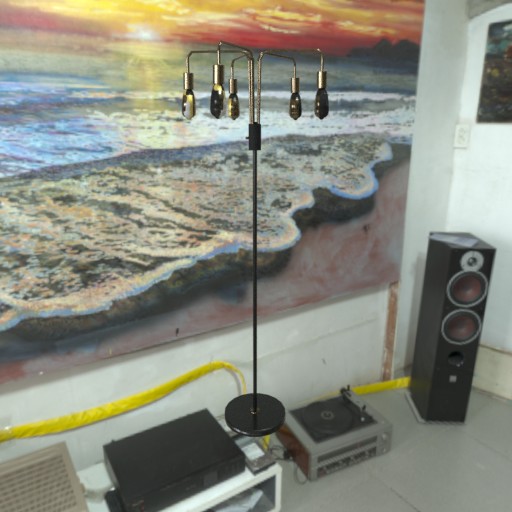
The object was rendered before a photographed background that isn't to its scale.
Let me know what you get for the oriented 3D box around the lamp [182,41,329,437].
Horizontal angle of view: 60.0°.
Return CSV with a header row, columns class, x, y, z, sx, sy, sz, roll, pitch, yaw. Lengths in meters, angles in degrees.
class,x,y,z,sx,sy,sz,roll,pitch,yaw
lamp,0.000,0.000,2.016,0.572,1.721,0.599,8,18,26
